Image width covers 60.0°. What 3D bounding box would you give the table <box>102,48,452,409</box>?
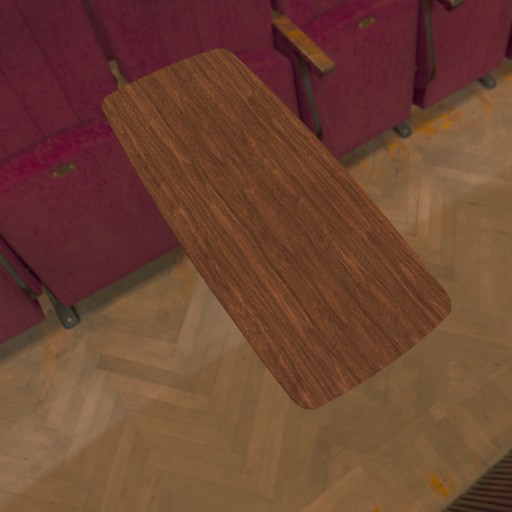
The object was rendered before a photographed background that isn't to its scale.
[{"bbox_3d":[0.000,0.000,1.127,0.361,0.576,0.804,-30,67,-14],"label":"table"}]
